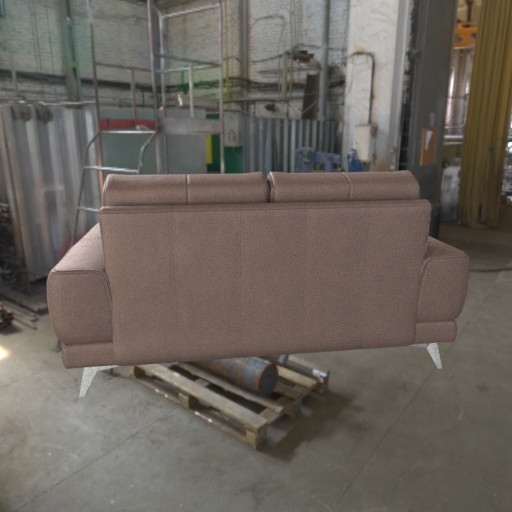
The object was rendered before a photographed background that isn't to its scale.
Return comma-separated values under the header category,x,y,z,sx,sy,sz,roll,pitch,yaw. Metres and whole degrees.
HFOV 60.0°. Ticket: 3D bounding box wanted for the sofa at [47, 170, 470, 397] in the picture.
category,x,y,z,sx,sy,sz,roll,pitch,yaw
sofa,0.000,0.000,2.297,1.806,0.907,1.018,-2,16,-8
